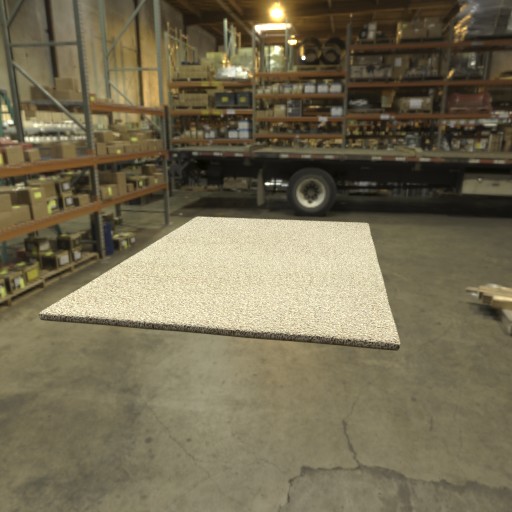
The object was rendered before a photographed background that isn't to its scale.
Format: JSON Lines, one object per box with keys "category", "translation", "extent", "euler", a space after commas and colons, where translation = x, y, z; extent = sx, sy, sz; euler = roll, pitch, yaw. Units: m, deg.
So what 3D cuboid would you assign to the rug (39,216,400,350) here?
{"category": "rug", "translation": [0.000, 0.000, 2.274], "extent": [1.219, 0.030, 1.778], "euler": [3, 16, 10]}
